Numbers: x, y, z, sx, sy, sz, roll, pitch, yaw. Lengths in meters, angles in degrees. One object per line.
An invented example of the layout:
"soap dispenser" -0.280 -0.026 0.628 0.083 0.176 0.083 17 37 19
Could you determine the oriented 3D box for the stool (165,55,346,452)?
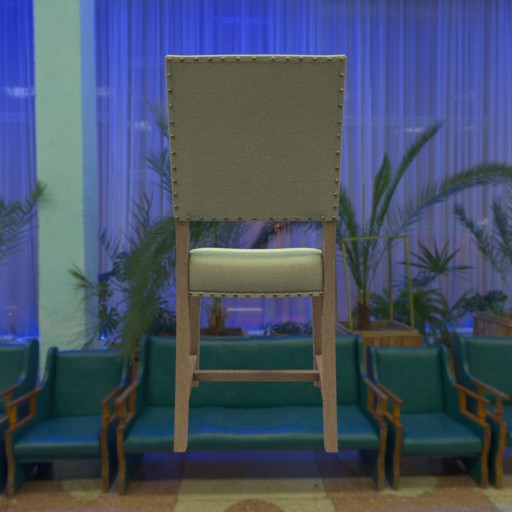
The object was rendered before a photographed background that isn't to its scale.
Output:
"stool" 0.000 0.000 1.358 0.508 0.986 0.623 0 2 0
